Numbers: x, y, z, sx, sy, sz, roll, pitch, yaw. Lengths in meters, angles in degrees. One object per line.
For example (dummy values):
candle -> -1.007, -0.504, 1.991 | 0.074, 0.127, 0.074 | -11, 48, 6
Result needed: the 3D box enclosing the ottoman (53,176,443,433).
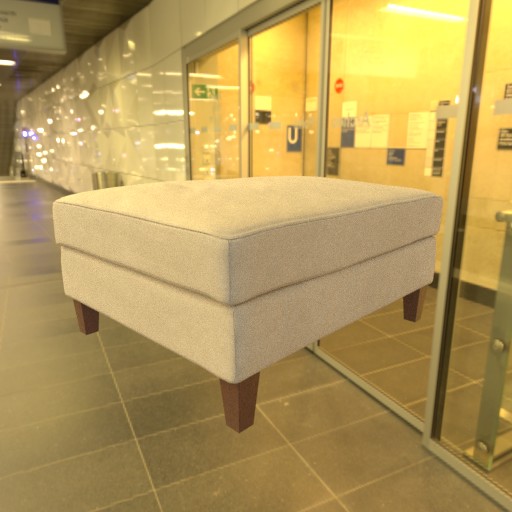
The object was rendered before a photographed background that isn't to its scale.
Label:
ottoman -> 0.000, 0.000, 1.465 | 0.836, 0.492, 1.002 | 13, 19, 42
